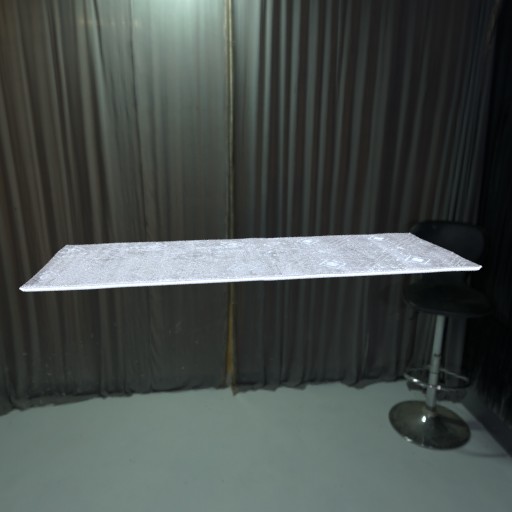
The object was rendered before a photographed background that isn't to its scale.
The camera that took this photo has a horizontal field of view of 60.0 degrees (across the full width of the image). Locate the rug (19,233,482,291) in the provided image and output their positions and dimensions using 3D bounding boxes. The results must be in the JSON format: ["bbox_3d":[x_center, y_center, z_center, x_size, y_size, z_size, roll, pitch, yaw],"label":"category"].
[{"bbox_3d":[0.000,0.000,2.655,2.381,0.035,0.832,-2,16,-8],"label":"rug"}]
